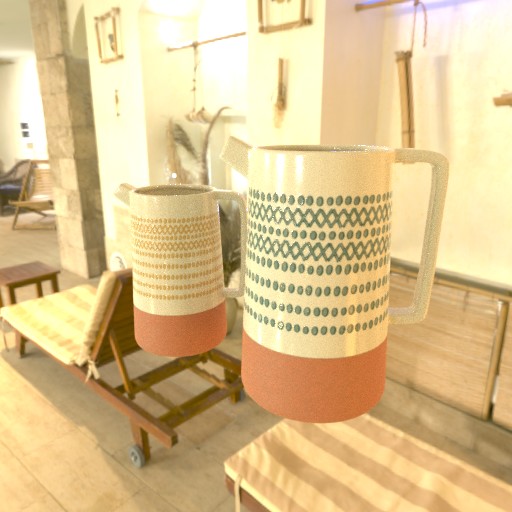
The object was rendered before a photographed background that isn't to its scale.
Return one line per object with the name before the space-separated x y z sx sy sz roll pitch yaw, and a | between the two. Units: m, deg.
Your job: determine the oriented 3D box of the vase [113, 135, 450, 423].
vase | 0.000 0.000 0.467 0.168 0.247 0.326 -15 22 -42
